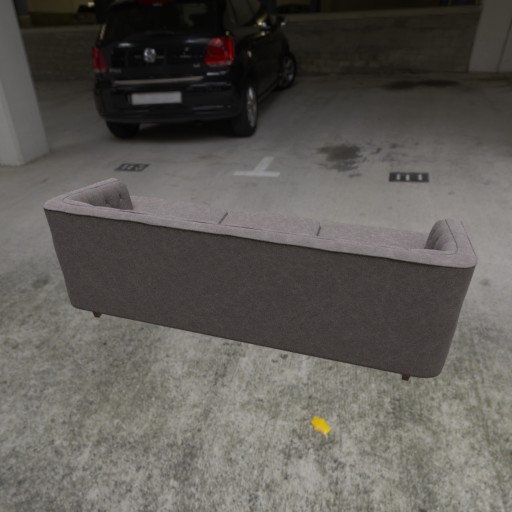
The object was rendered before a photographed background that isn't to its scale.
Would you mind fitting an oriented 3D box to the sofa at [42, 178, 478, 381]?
[{"bbox_3d":[0.000,0.000,2.634,2.247,0.806,0.917,9,33,14],"label":"sofa"}]
